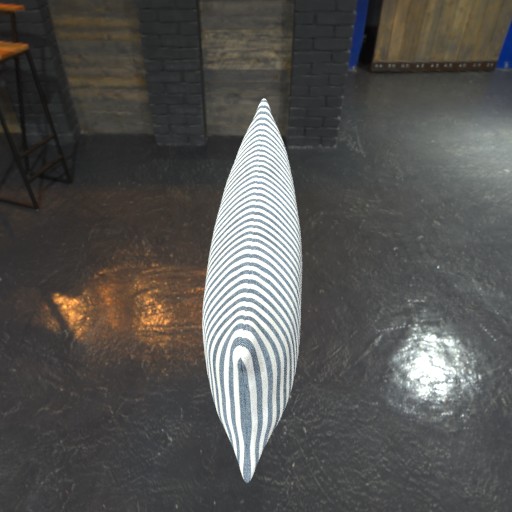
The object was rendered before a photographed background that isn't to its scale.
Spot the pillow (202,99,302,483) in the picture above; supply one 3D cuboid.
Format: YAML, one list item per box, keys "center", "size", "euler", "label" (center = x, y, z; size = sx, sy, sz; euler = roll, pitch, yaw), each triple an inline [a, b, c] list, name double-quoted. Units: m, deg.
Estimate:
- center: [0.000, 0.000, 0.736]
  size: [0.151, 0.295, 0.617]
  euler: [2, 41, 2]
  label: "pillow"
